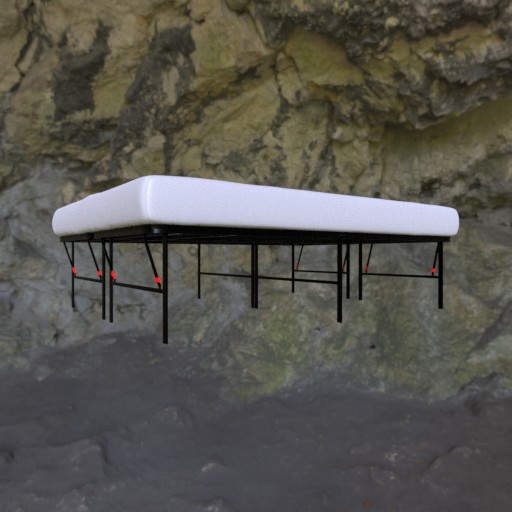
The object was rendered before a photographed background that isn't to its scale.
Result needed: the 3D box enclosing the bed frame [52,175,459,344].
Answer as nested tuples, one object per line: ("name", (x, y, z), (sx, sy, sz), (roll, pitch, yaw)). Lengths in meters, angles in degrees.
("bed frame", (0.000, 0.000, 2.830), (2.151, 0.667, 1.584), (0, 0, -36))
